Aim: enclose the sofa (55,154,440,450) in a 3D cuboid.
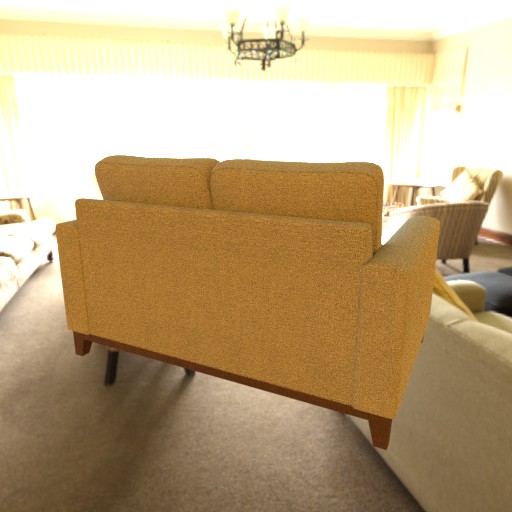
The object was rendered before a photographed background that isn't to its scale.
[{"bbox_3d":[0.000,0.000,1.960,1.420,0.873,0.917,8,17,26],"label":"sofa"}]
